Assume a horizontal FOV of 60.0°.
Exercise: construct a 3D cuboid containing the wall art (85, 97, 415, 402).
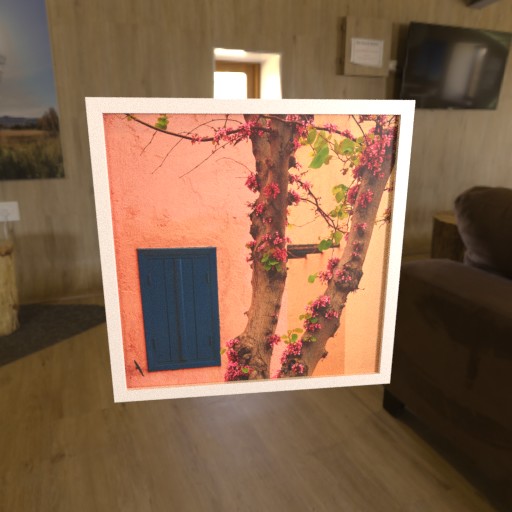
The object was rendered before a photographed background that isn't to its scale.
[{"bbox_3d":[0.000,0.000,0.762,0.507,0.508,0.038,-2,15,-7],"label":"wall art"}]
